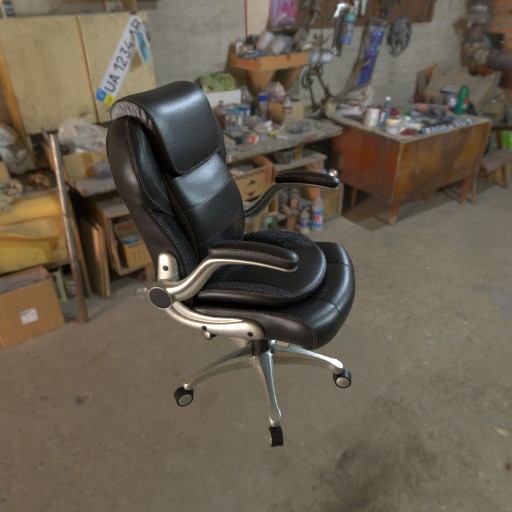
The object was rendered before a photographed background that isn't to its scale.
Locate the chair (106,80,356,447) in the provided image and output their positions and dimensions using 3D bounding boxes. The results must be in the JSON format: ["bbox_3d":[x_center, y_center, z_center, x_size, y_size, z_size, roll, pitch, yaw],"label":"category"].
[{"bbox_3d":[0.000,0.000,1.629,0.801,1.141,0.724,10,31,16],"label":"chair"}]
